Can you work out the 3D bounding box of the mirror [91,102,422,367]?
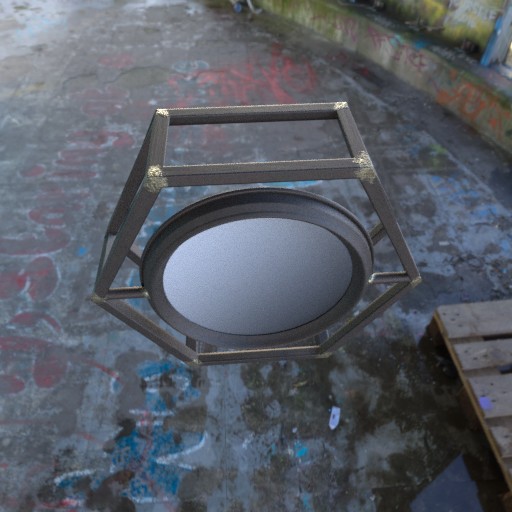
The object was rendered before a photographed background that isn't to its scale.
[{"bbox_3d":[0.000,0.000,0.543,0.380,0.334,0.119,-3,48,-3],"label":"mirror"}]
